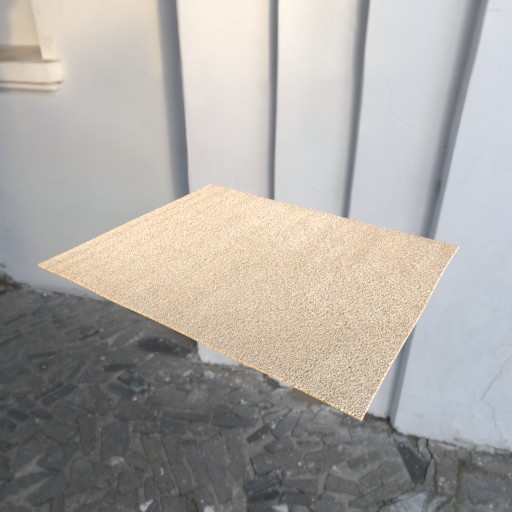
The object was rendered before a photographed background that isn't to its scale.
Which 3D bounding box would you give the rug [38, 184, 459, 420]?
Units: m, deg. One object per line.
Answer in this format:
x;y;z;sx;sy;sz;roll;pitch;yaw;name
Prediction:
0.000;0.000;4.036;3.000;0.026;2.400;18;34;29;rug
